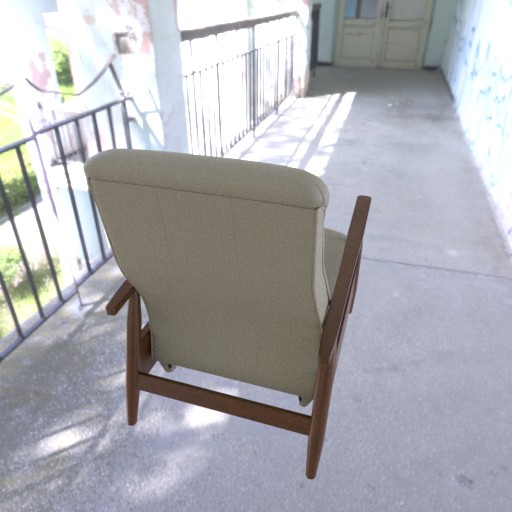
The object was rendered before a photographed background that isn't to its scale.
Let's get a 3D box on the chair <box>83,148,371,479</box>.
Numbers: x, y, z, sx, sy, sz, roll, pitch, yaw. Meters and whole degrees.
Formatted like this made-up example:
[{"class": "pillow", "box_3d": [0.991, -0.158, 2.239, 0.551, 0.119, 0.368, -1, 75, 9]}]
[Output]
[{"class": "chair", "box_3d": [0.000, 0.000, 1.716, 0.762, 1.082, 1.014, 10, 33, 15]}]
